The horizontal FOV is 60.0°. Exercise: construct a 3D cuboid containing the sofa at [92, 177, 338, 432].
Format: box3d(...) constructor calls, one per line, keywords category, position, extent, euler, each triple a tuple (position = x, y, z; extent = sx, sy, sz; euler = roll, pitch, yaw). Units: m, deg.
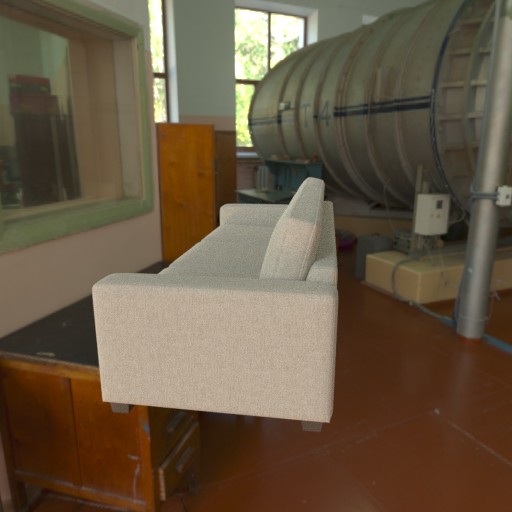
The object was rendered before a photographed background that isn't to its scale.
box3d(category="sofa", position=(0.000, 0.000, 2.609), extent=(0.900, 0.800, 2.160), euler=(2, 15, 9))
